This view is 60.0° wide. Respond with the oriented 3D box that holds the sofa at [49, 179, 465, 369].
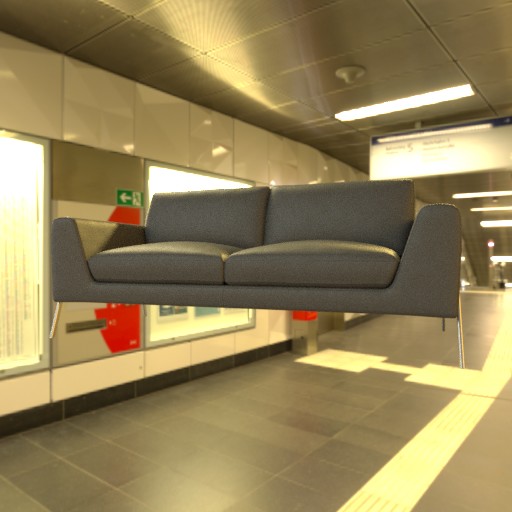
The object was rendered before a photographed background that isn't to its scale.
[{"bbox_3d":[0.000,0.000,2.472,2.017,0.875,0.953,0,0,19],"label":"sofa"}]
